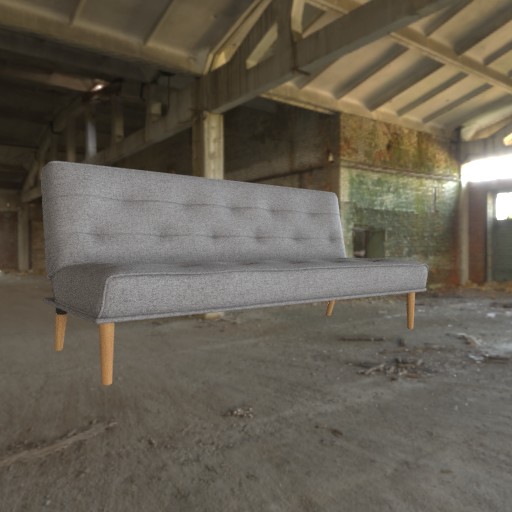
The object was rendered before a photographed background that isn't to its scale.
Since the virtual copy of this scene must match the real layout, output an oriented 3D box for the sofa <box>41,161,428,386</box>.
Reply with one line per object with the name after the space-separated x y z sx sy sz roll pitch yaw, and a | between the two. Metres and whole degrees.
0.000 0.000 2.218 1.820 0.830 0.810 -1 1 -37 | sofa
